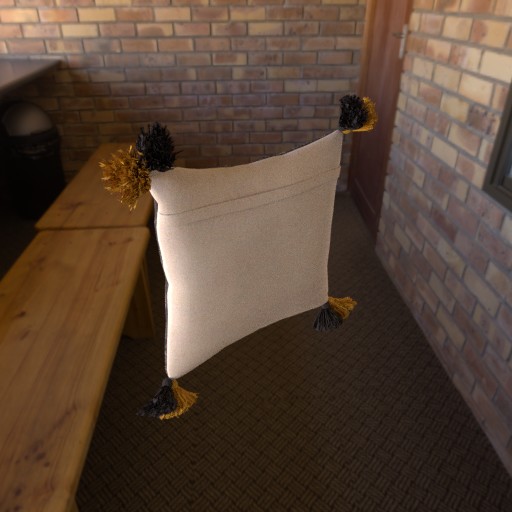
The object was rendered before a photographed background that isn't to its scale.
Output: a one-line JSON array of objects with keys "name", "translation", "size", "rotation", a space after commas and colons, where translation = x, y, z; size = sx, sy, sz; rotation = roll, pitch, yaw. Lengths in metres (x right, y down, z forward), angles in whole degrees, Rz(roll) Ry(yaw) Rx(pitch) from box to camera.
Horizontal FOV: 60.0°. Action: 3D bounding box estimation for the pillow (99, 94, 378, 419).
[{"name": "pillow", "translation": [0.000, 0.000, 0.982], "size": [0.654, 0.659, 0.139], "rotation": [-20, 36, -30]}]
